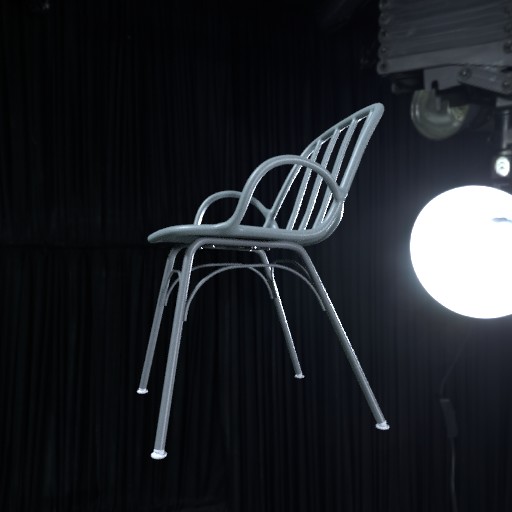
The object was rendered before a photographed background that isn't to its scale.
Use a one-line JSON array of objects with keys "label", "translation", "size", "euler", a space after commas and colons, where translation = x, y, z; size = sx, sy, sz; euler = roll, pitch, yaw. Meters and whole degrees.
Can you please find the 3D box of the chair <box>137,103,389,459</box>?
[{"label": "chair", "translation": [0.000, 0.000, 1.209], "size": [0.597, 0.816, 0.549], "euler": [0, -1, -18]}]
